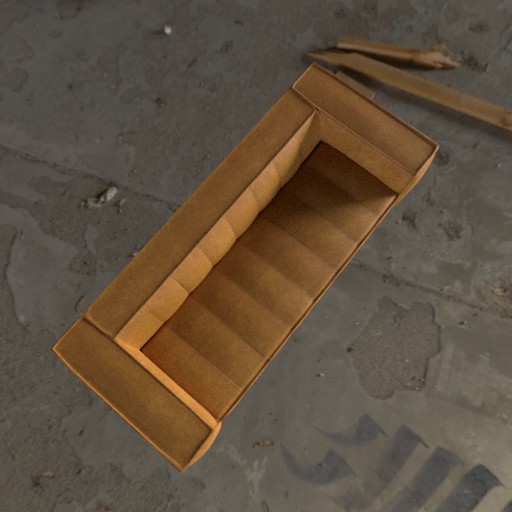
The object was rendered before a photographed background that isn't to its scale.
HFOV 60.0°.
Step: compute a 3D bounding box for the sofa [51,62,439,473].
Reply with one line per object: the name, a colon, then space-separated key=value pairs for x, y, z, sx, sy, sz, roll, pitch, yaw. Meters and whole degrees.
sofa: x=0.000 y=0.000 z=3.057 sx=1.102 sy=0.701 sz=2.581 roll=38 pitch=79 yaw=9
